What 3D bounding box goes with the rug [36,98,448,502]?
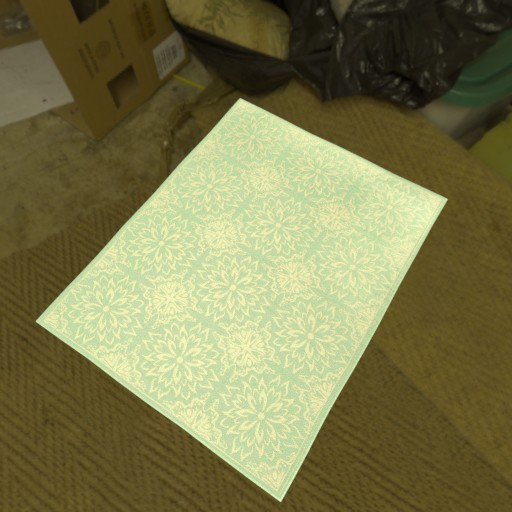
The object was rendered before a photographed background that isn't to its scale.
[{"bbox_3d":[0.000,0.000,3.897,2.363,0.012,2.980,30,67,14],"label":"rug"}]
